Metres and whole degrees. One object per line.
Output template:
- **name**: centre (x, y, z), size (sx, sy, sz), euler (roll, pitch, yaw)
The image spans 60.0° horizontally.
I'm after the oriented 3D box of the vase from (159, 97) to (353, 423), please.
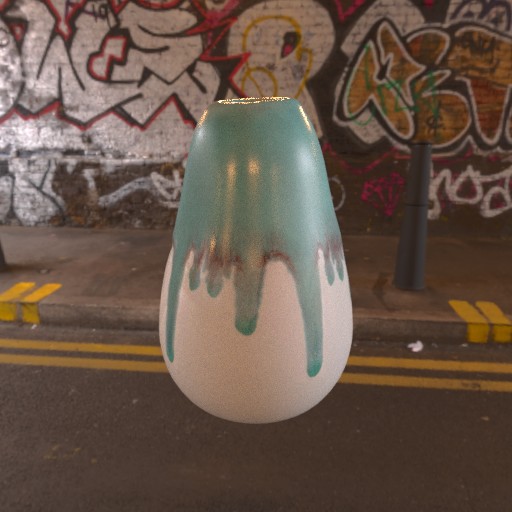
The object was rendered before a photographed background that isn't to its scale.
- **vase**: centre (0.000, 0.000, 0.261), size (0.116, 0.179, 0.116), euler (0, 15, 0)
